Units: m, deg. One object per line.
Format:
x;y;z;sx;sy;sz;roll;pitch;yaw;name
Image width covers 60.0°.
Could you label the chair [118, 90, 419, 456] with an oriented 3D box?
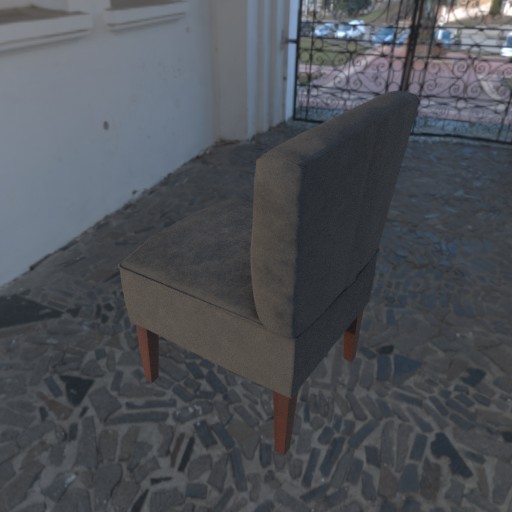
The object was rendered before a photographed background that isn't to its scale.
0.000;0.000;1.146;0.554;0.806;0.521;21;38;29;chair
